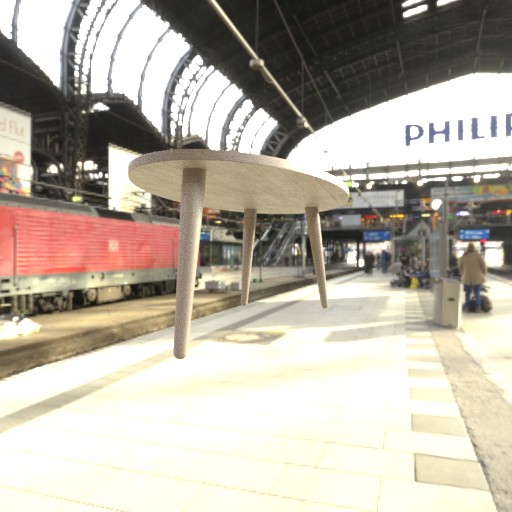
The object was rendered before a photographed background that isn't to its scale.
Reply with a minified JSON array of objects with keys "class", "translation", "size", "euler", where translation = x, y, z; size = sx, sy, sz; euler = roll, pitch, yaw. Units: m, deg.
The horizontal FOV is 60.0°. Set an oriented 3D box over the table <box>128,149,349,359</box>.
[{"class":"table","translation":[0.000,0.000,1.331],"size":[0.542,0.390,1.083],"euler":[0,0,16]}]
